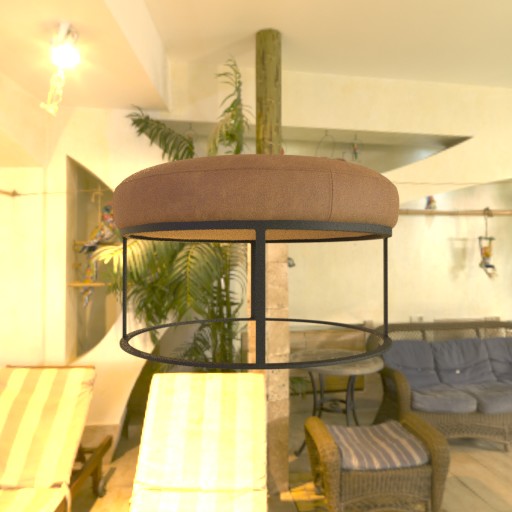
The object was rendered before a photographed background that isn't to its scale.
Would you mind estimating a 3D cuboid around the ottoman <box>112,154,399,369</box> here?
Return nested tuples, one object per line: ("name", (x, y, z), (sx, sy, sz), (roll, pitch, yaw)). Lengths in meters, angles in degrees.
("ottoman", (0.000, 0.000, 1.252), (0.771, 0.460, 0.771), (0, -1, 0))
